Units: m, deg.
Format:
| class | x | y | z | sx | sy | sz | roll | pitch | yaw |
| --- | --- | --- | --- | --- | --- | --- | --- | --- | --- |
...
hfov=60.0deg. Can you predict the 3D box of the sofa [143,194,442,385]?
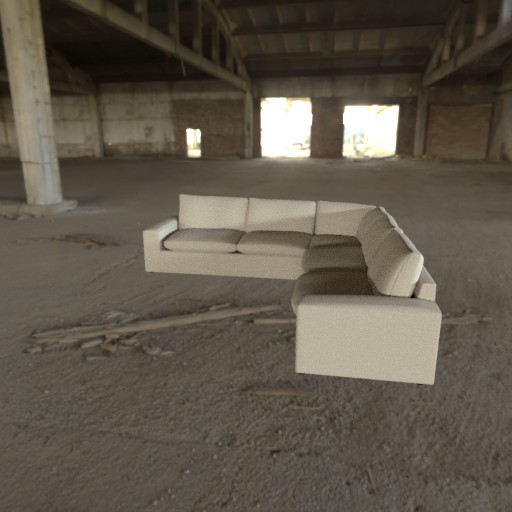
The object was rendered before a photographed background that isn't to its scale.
| class | x | y | z | sx | sy | sz | roll | pitch | yaw |
| --- | --- | --- | --- | --- | --- | --- | --- | --- | --- |
| sofa | 0.000 | 0.000 | 4.736 | 3.066 | 0.918 | 3.206 | 3 | 15 | 10 |
